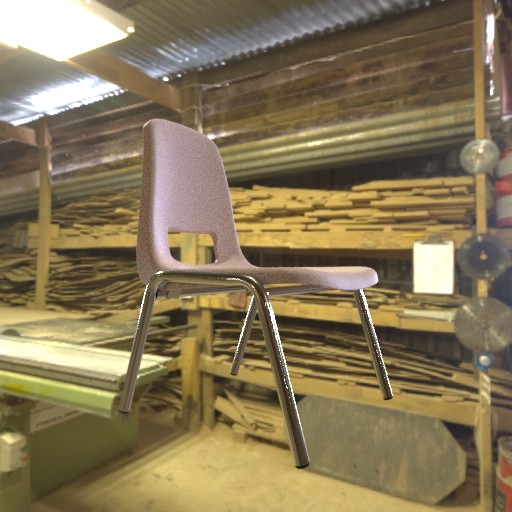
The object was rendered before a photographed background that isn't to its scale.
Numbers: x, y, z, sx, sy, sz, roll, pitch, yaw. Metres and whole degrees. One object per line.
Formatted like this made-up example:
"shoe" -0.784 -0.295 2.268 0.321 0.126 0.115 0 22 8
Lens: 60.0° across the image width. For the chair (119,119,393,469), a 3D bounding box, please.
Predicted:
"chair" 0.000 0.000 0.796 0.385 0.537 0.354 -1 -1 34
